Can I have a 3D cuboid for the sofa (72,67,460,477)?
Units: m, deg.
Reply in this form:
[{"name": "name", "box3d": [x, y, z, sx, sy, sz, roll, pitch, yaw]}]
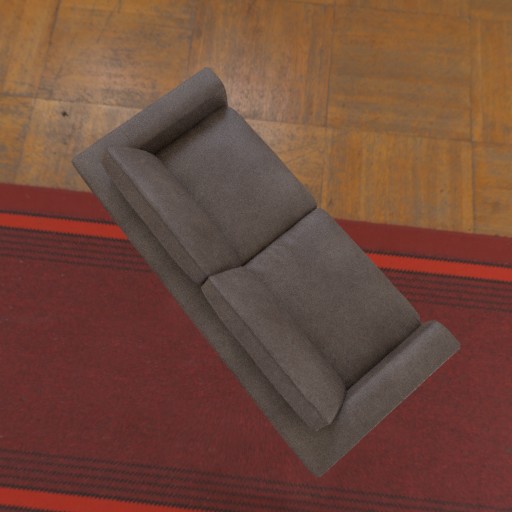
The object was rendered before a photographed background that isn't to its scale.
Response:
[{"name": "sofa", "box3d": [0.000, 0.000, 2.669, 1.070, 0.801, 2.262, -38, 79, -9]}]
